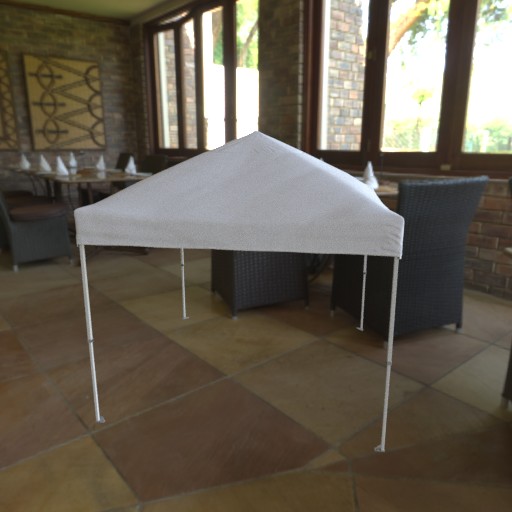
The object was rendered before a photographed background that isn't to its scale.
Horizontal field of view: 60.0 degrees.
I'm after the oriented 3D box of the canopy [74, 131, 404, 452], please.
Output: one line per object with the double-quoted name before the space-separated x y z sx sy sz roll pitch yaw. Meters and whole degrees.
"canopy" 0.000 0.000 5.504 2.996 2.997 2.998 2 14 9
